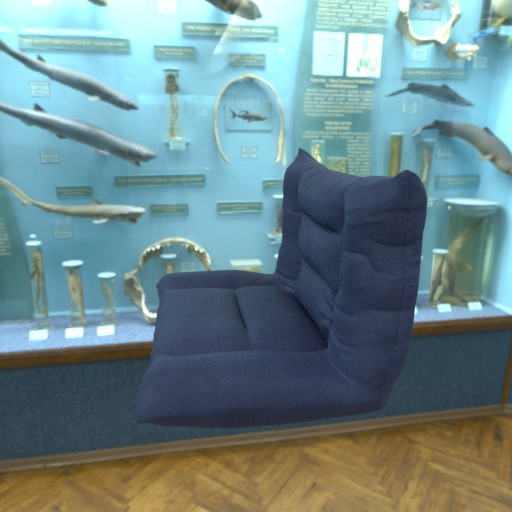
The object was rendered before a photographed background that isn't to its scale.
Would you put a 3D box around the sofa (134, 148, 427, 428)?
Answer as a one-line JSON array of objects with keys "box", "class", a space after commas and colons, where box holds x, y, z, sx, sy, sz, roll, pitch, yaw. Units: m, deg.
[{"box": [0.000, 0.000, 1.698, 0.849, 0.778, 1.122, -2, 15, -9], "class": "sofa"}]
